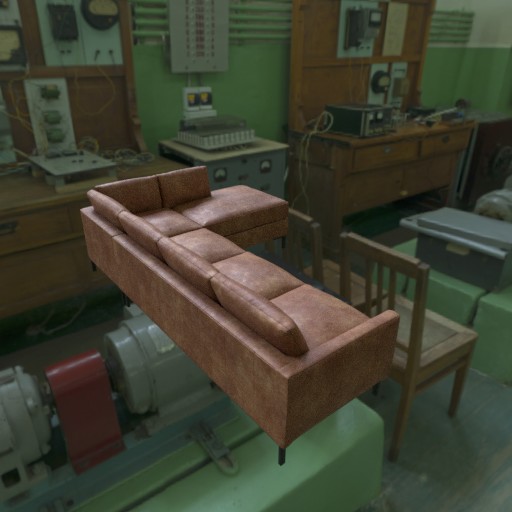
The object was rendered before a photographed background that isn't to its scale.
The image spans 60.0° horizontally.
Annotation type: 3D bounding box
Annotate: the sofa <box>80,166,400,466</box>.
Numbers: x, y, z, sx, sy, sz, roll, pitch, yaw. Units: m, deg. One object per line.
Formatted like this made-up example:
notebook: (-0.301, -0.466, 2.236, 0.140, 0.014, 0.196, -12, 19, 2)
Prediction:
sofa: (0.000, 0.000, 3.756, 1.938, 0.877, 2.984, -19, 32, -34)
